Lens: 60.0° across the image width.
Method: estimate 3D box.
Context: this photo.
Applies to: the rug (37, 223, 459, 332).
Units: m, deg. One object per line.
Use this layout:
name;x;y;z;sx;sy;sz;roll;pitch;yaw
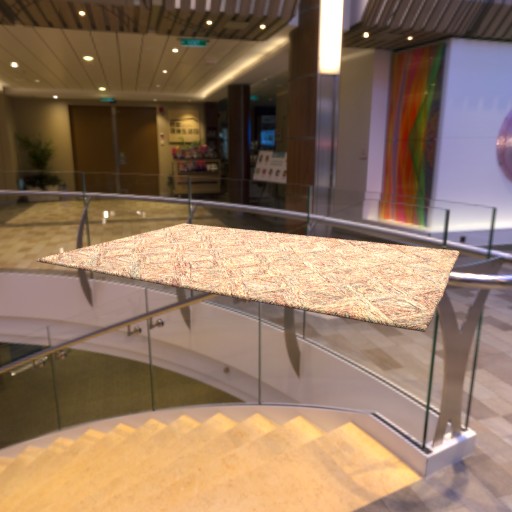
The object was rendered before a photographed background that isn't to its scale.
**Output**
rug;0.000;0.000;2.186;1.761;0.014;1.143;7;16;27
